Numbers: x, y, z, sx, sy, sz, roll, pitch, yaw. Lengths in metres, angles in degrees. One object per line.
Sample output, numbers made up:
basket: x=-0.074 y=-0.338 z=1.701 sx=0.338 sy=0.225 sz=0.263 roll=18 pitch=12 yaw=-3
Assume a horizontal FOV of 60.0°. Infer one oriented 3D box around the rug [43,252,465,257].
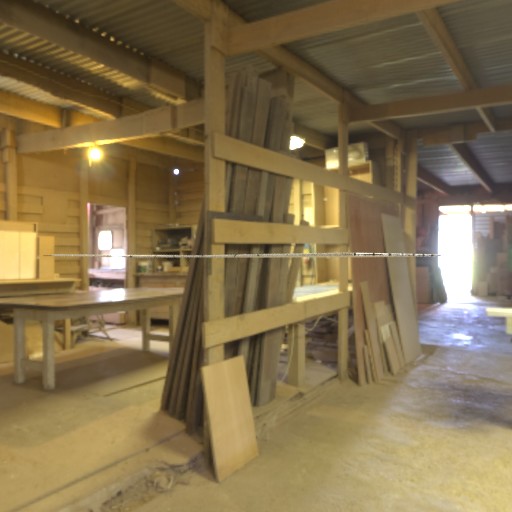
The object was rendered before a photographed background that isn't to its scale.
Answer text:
rug: x=0.000 y=0.000 z=4.152 sx=3.221 sy=0.026 sz=2.342 roll=0 pitch=0 yaw=35
